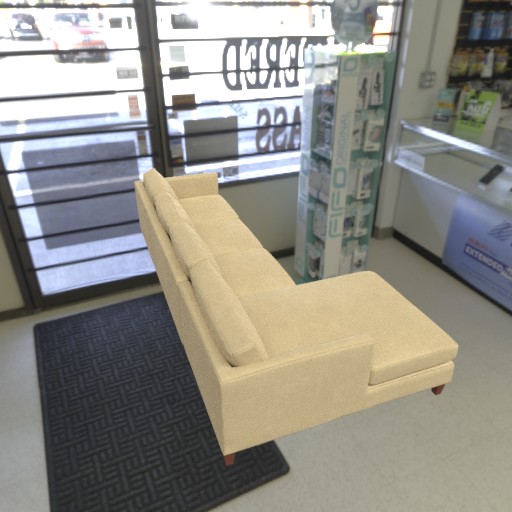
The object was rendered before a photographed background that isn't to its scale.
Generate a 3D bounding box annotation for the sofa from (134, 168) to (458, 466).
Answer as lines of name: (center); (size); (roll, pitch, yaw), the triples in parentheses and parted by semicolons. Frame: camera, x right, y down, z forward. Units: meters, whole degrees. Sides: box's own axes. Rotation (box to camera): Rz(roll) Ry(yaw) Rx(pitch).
sofa: (0.000, 0.000, 3.880); (1.625, 0.846, 3.186); (-11, 31, -18)
